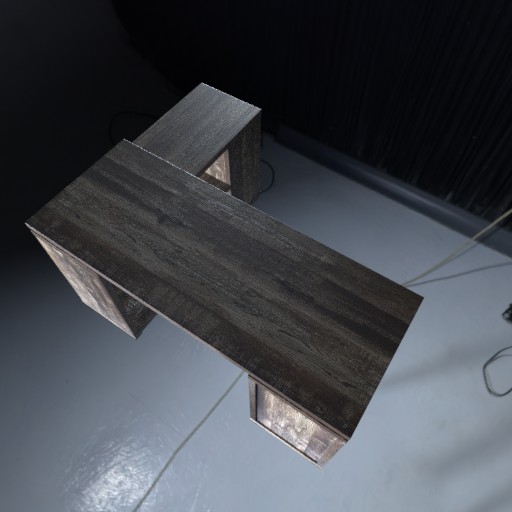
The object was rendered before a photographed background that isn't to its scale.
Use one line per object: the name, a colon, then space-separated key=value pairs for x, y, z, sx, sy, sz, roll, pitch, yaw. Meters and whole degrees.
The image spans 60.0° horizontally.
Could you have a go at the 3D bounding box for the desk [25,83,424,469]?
desk: x=0.000 y=0.000 z=2.213 sx=1.524 sy=0.753 sz=1.200 roll=30 pitch=62 yaw=17
